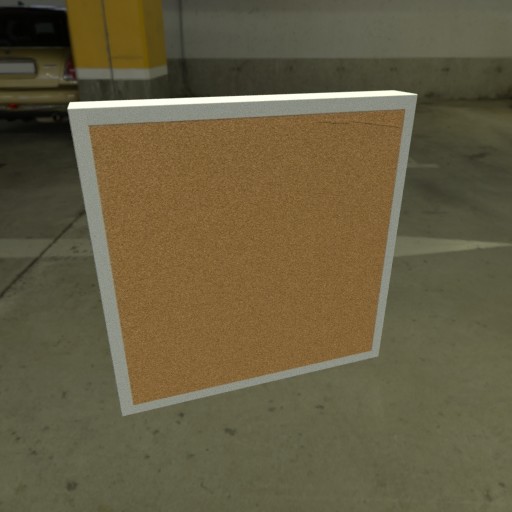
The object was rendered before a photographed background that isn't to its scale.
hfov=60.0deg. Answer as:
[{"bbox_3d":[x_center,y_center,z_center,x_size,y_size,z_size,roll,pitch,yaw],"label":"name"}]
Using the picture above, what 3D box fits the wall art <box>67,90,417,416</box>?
[{"bbox_3d":[0.000,0.000,0.451,0.305,0.305,0.038,-8,27,-17],"label":"wall art"}]
